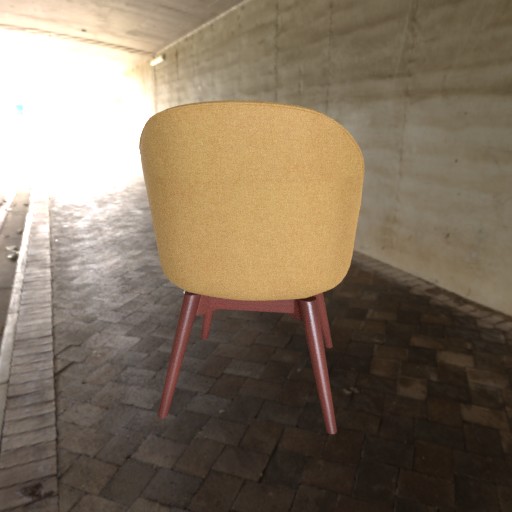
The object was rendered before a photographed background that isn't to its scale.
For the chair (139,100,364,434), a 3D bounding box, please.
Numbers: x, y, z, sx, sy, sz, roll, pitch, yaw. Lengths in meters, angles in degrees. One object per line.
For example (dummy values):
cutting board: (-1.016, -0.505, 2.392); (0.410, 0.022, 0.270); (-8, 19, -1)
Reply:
chair: (0.000, 0.000, 1.278); (0.596, 0.823, 0.635); (2, 17, 8)
